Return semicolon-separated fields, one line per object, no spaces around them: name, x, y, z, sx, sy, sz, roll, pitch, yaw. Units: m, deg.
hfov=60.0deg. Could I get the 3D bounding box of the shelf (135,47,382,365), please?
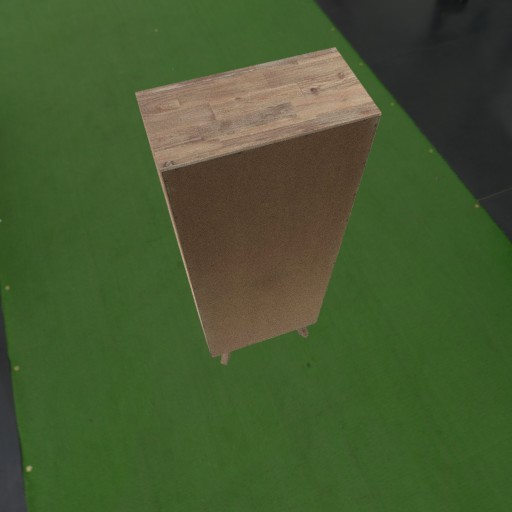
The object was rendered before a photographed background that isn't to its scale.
shelf;0.000;0.000;1.555;0.491;1.342;0.267;-17;61;-10
